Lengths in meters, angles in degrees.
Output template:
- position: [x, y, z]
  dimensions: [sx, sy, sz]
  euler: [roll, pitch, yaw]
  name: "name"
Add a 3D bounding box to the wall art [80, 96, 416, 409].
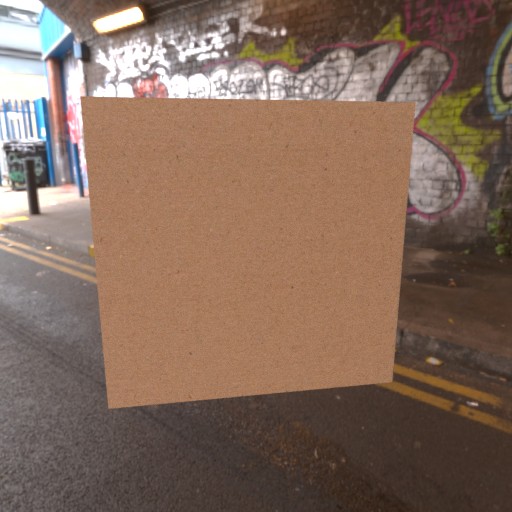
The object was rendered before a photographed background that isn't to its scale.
- position: [0.000, 0.000, 0.479]
  dimensions: [0.327, 0.318, 0.029]
  euler: [-2, 14, -9]
  name: "wall art"
